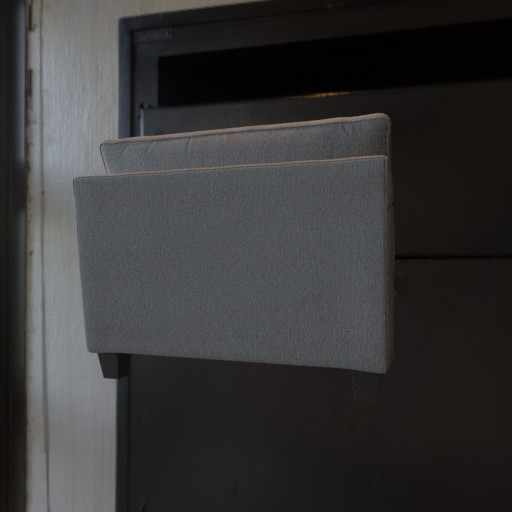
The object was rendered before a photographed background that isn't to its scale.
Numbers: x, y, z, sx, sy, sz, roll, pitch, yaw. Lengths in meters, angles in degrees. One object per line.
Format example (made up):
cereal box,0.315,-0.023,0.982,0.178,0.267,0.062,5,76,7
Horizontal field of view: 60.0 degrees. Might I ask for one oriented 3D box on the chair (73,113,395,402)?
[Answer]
chair,0.000,0.000,2.034,1.220,1.016,1.041,0,-1,17
